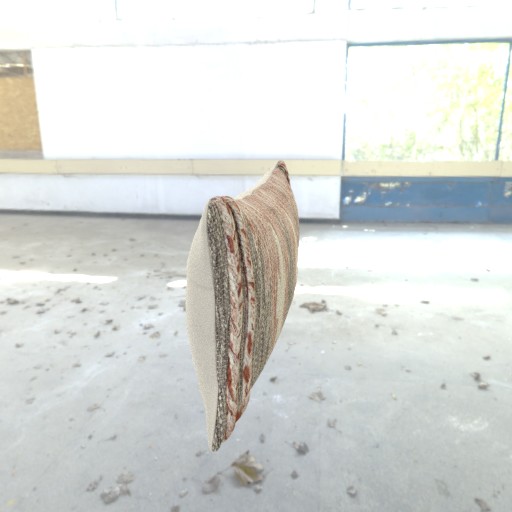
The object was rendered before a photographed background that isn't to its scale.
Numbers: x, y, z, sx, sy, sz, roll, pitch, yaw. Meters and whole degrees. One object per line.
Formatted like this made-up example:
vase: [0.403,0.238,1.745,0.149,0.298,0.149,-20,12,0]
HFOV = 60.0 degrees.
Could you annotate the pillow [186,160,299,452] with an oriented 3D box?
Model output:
pillow: [0.000,0.000,0.747,0.139,0.282,0.635,3,16,9]
